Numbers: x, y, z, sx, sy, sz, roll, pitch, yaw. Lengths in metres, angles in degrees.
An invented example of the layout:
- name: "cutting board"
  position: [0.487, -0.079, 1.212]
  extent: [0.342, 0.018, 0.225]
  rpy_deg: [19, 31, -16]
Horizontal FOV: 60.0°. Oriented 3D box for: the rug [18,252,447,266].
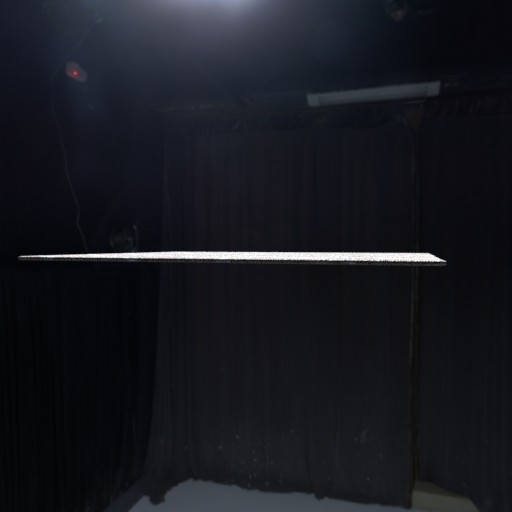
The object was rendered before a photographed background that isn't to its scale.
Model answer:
- name: "rug"
  position: [0.000, 0.000, 4.045]
  extent: [3.047, 0.029, 2.438]
  rpy_deg: [0, 1, 19]
